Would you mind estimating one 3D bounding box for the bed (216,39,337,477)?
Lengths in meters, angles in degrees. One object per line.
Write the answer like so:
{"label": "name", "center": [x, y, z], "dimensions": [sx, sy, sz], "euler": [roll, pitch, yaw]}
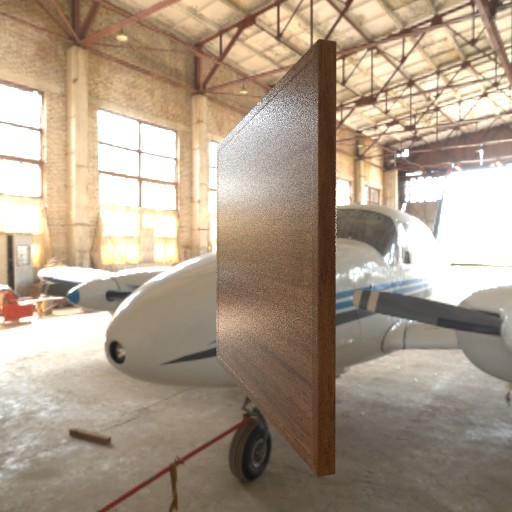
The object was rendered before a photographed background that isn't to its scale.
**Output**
{"label": "bed", "center": [0.000, 0.000, 1.452], "dimensions": [0.043, 0.940, 1.041], "euler": [0, 1, -17]}
